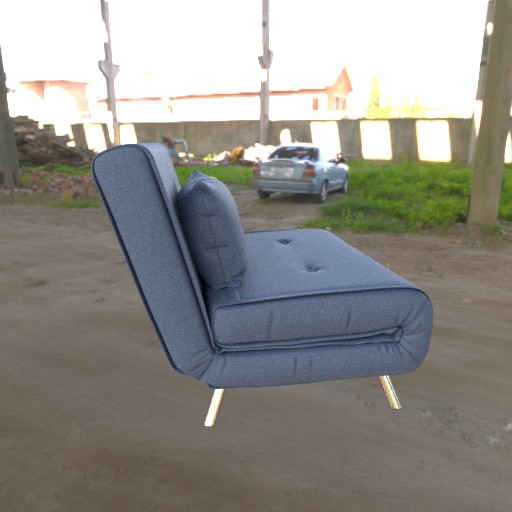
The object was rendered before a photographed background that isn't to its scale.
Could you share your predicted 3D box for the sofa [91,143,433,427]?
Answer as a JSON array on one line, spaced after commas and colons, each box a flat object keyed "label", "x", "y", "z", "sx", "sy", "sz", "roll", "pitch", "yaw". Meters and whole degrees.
[{"label": "sofa", "x": 0.000, "y": 0.000, "z": 1.742, "sx": 0.996, "sy": 0.860, "sz": 0.999, "roll": -2, "pitch": 14, "yaw": -8}]
